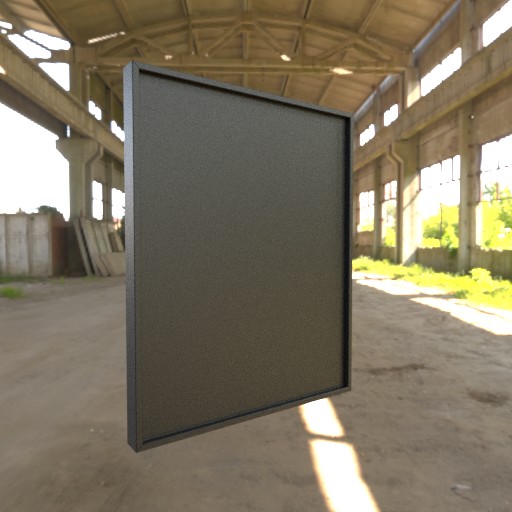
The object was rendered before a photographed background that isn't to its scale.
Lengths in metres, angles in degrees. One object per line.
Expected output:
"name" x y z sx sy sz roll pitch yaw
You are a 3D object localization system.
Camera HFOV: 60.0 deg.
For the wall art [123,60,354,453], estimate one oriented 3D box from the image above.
"wall art" 0.000 0.000 0.771 0.449 0.555 0.039 -2 3 -36
